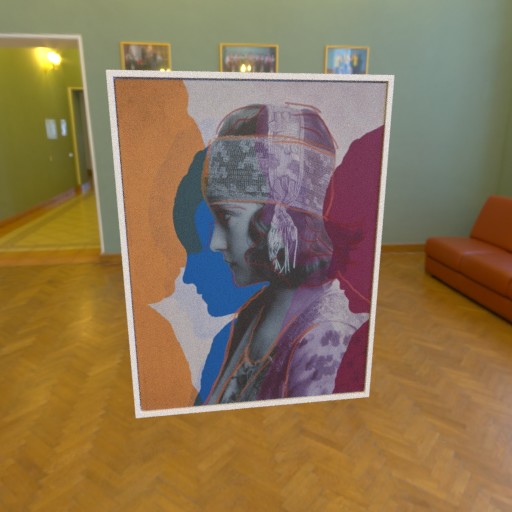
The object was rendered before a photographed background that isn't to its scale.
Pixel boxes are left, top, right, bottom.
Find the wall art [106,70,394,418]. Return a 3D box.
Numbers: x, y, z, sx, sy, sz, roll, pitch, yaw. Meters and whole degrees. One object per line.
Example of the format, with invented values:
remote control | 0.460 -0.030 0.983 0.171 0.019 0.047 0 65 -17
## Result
wall art | 0.000 0.000 1.369 0.795 1.050 0.039 -2 16 -8
